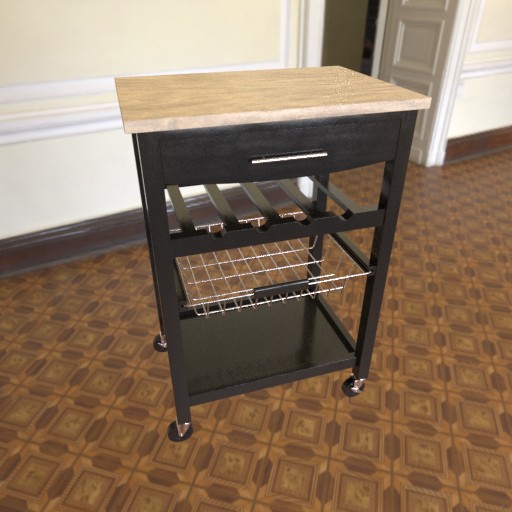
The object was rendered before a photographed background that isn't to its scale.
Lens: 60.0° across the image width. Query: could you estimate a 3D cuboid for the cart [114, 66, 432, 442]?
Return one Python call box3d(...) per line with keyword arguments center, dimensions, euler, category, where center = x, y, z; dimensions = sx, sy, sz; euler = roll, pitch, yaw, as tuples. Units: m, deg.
box3d(center=(0.000, 0.000, 1.156), dimensions=(0.584, 0.839, 0.403), euler=(-9, 33, -15), category="cart")
